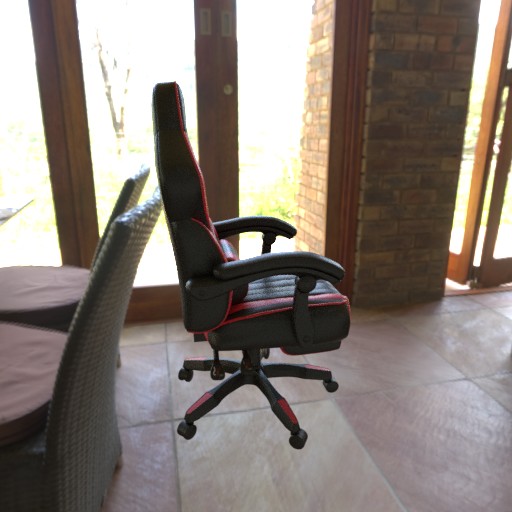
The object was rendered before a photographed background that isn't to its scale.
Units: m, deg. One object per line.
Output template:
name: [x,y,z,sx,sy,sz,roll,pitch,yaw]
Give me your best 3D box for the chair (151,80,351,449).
chair: [0.000,0.000,1.679,0.700,1.220,0.700,-3,16,-9]
